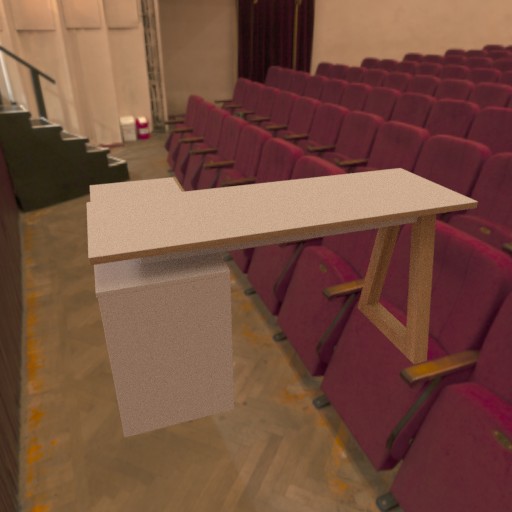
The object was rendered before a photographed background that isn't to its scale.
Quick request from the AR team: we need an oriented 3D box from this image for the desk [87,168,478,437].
[{"bbox_3d":[0.000,0.000,2.110,1.404,0.755,1.098,-9,28,-17],"label":"desk"}]
